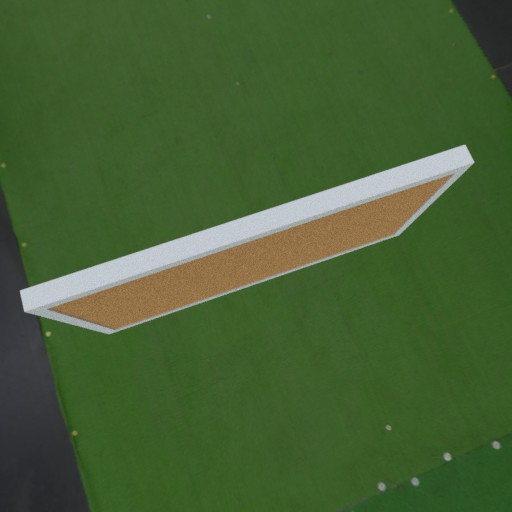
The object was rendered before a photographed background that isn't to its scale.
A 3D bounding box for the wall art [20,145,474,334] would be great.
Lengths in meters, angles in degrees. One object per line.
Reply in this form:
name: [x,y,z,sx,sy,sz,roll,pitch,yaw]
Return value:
wall art: [0.000,0.000,0.969,0.812,0.431,0.038,-19,76,-5]
